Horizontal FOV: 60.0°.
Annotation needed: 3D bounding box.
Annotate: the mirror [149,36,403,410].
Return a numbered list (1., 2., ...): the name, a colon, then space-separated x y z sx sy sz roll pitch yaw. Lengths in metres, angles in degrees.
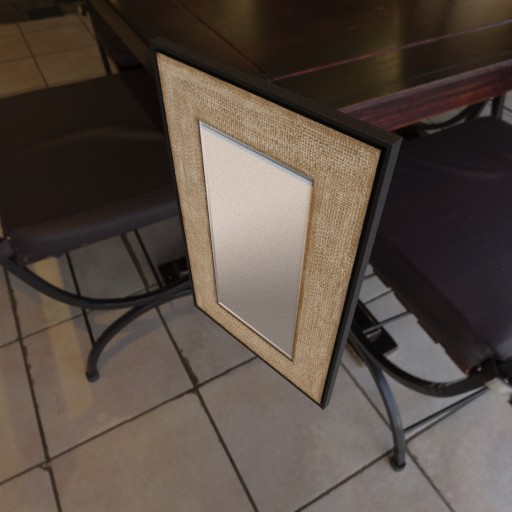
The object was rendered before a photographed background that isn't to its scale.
1. mirror: 0.000 0.000 1.500 0.762 1.219 0.038 34 55 27
